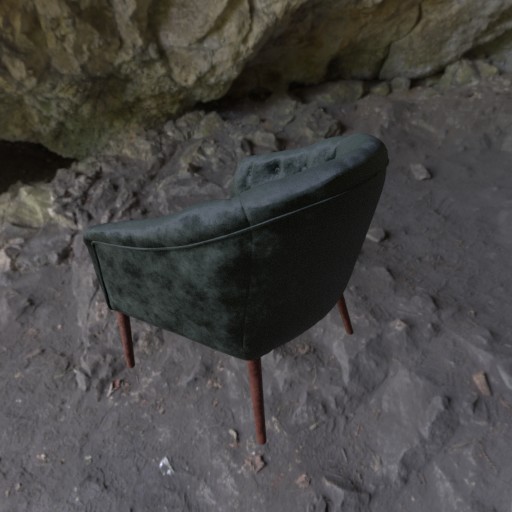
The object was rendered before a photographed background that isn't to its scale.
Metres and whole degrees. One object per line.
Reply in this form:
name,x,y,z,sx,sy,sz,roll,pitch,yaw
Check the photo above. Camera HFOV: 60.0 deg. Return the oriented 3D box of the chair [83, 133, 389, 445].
chair,0.000,0.000,1.534,0.776,0.885,0.851,21,37,30
